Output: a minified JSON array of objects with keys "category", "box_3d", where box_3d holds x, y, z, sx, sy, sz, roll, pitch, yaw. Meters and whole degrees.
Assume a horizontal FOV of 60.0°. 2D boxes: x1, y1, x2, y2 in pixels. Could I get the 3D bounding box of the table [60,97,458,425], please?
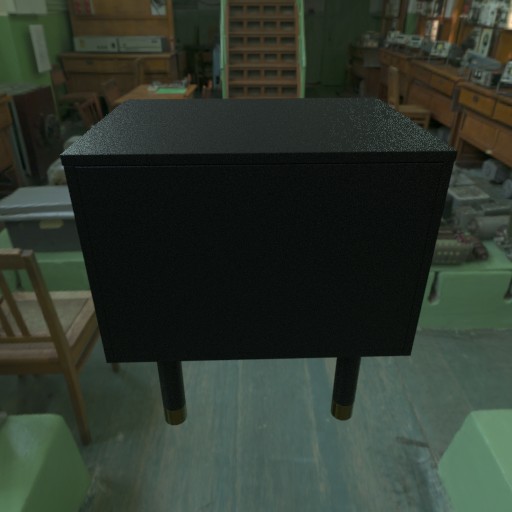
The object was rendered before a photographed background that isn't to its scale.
[{"category":"table","box_3d":[0.000,0.000,0.962,0.564,0.584,0.441,-1,29,-2]}]
